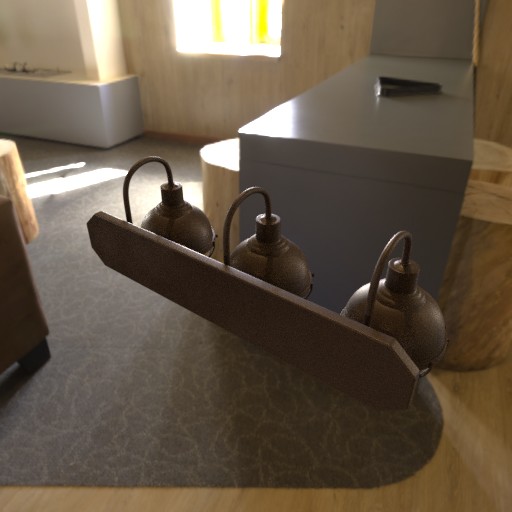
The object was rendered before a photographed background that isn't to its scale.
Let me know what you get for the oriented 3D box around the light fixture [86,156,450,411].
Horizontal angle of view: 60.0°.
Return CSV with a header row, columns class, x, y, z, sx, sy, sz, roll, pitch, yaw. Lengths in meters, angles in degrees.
class,x,y,z,sx,sy,sz,roll,pitch,yaw
light fixture,0.000,0.000,0.751,0.634,0.254,0.229,22,38,32
